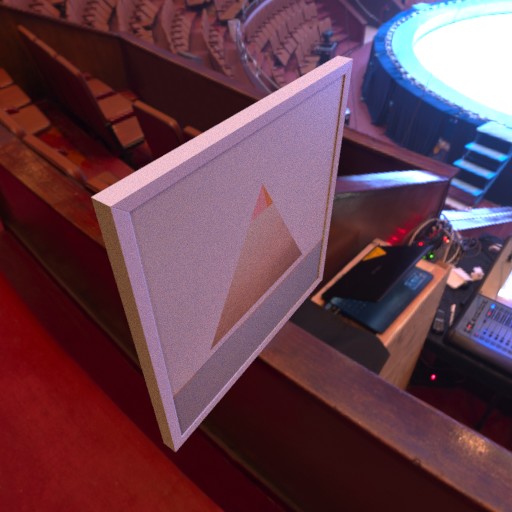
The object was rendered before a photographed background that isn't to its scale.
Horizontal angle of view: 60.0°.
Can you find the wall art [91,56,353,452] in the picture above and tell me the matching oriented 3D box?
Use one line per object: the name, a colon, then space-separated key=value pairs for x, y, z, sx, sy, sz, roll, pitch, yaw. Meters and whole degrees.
wall art: x=0.000 y=0.000 z=1.121 sx=0.041 sy=0.765 sz=0.768 roll=25 pitch=48 yaw=26
